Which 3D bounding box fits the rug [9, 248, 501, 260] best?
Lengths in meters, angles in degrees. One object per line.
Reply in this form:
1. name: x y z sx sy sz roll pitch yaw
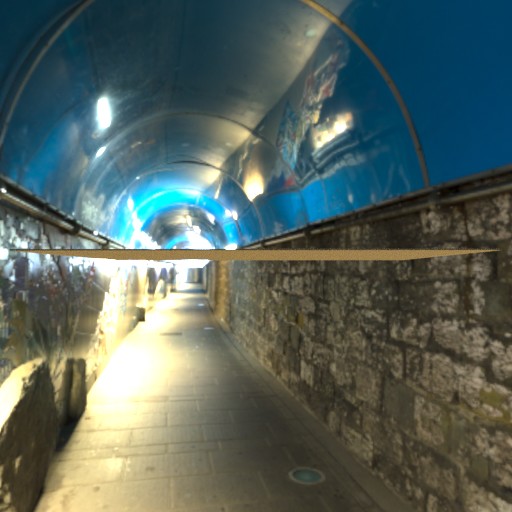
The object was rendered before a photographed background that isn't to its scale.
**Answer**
1. rug: 0.000 0.000 2.148 1.752 0.006 1.142 0 -2 1
